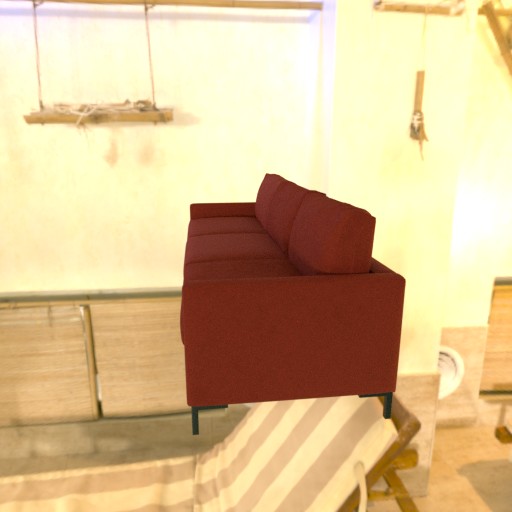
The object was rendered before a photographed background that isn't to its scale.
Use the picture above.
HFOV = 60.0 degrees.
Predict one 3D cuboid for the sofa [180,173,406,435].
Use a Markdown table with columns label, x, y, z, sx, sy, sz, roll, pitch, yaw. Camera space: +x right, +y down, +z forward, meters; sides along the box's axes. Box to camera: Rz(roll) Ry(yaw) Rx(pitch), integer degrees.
| label | x | y | z | sx | sy | sz | roll | pitch | yaw |
| --- | --- | --- | --- | --- | --- | --- | --- | --- | --- |
| sofa | 0.000 | 0.000 | 2.735 | 0.875 | 0.879 | 2.252 | -2 | 15 | -7 |
